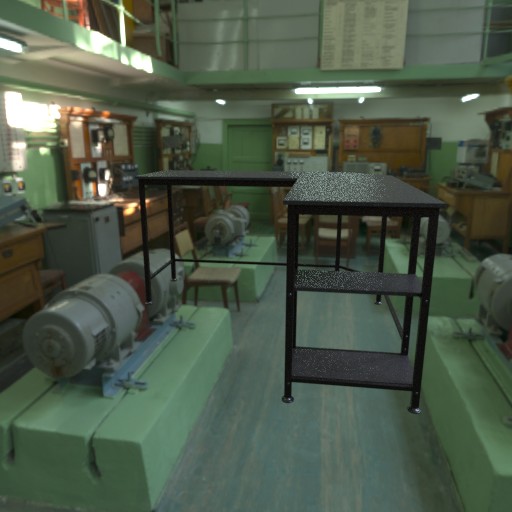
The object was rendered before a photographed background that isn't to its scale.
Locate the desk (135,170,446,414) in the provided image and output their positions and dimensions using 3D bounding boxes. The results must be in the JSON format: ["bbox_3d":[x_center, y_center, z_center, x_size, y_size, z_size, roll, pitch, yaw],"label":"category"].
[{"bbox_3d":[0.000,0.000,2.205,1.379,0.739,1.379,2,15,8],"label":"desk"}]
